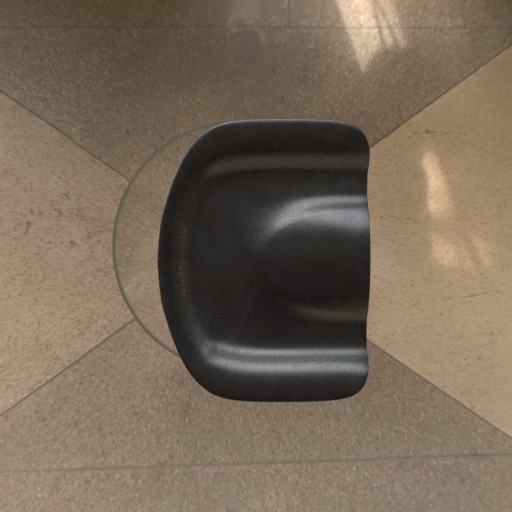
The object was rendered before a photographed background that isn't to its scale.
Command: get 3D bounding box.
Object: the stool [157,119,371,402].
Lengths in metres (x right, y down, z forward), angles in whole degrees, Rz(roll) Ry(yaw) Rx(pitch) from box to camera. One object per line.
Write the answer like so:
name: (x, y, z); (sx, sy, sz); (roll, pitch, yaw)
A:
stool: (0.000, 0.000, 0.995); (0.361, 0.749, 0.440); (0, 91, -2)
